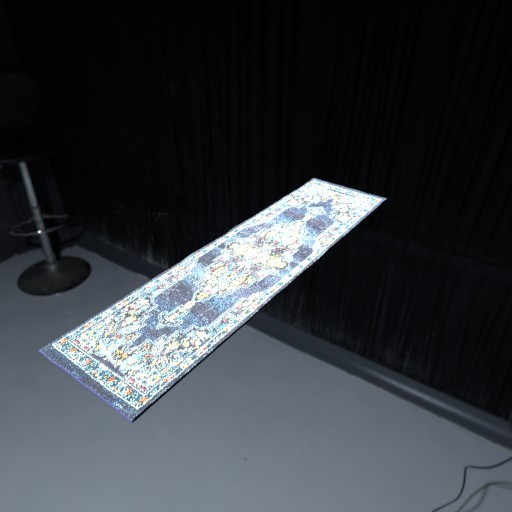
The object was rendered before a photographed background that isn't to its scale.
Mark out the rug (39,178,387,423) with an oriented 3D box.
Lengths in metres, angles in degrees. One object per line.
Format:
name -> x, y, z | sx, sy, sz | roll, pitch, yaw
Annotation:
rug -> 0.000, 0.000, 2.493 | 0.602, 0.016, 2.283 | 22, 39, 30
